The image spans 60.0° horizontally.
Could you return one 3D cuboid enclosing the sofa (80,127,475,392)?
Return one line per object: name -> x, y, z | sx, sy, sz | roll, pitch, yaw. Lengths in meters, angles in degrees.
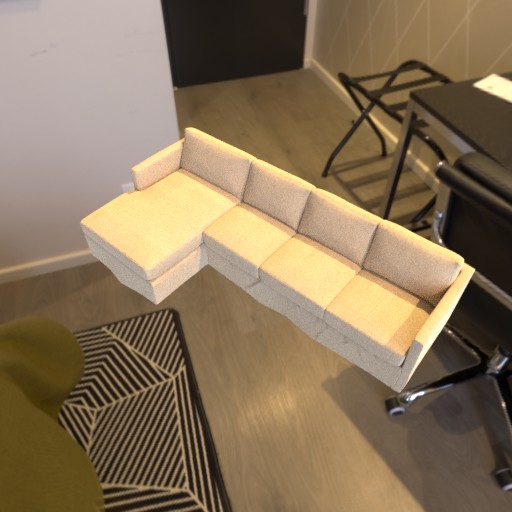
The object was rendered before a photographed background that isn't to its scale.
sofa -> 0.000, 0.000, 3.990 | 3.205, 0.922, 1.650 | 32, 54, 26
